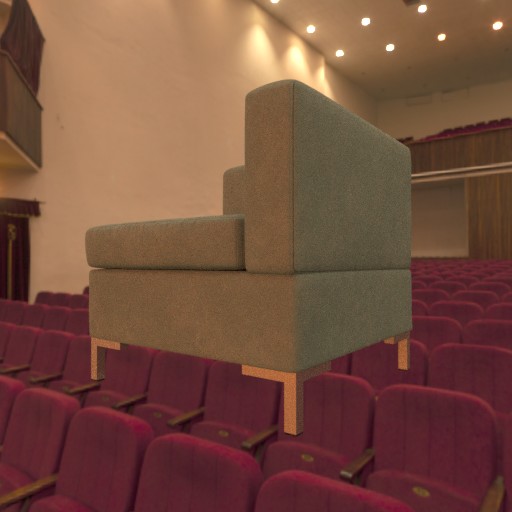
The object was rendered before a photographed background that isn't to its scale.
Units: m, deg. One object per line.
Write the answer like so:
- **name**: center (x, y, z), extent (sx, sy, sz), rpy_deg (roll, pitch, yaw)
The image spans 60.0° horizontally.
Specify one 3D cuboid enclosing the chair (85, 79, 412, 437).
- **chair**: center (0.000, 0.000, 1.231), extent (0.680, 0.660, 0.680), rpy_deg (-1, -1, 37)
